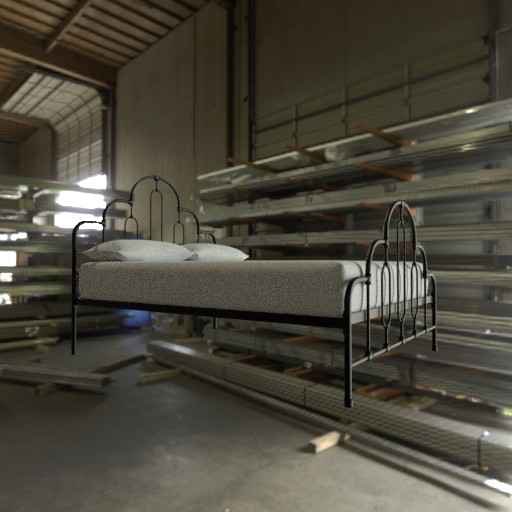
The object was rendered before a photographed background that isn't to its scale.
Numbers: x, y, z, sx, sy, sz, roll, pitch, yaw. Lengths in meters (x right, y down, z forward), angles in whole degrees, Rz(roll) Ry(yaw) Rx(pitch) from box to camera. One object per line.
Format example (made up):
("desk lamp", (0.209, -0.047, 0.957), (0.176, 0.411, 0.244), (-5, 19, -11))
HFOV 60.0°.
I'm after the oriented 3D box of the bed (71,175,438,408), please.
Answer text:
("bed", (0.000, 0.000, 3.285), (2.181, 1.444, 1.626), (-1, -1, 35))
